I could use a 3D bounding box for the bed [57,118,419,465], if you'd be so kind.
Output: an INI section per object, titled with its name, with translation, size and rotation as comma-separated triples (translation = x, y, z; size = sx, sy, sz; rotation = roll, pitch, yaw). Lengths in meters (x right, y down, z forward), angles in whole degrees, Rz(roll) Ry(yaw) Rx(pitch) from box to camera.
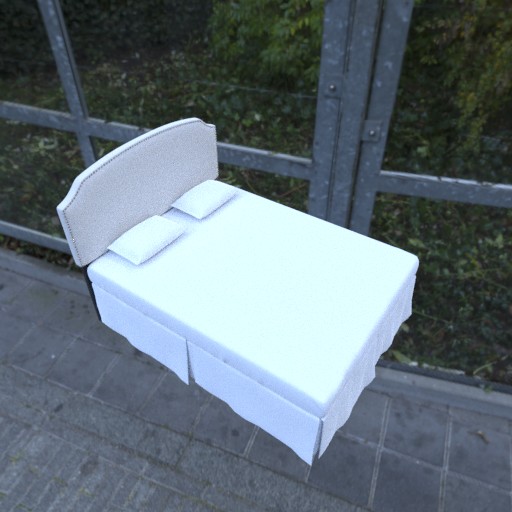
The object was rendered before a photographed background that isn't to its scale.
[bed]
translation = 0.000, 0.000, 3.098
size = 1.999, 1.270, 1.558
rotation = 24, 46, 26
